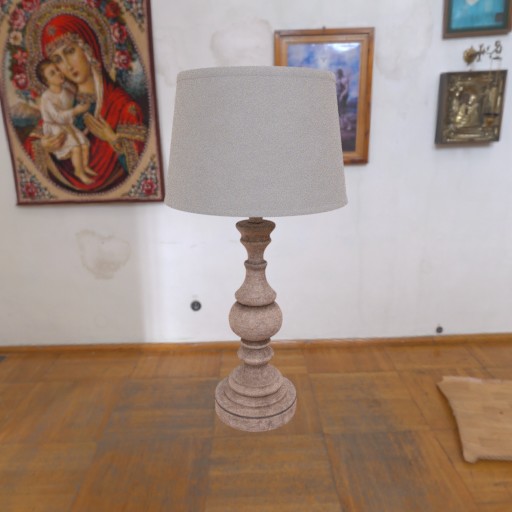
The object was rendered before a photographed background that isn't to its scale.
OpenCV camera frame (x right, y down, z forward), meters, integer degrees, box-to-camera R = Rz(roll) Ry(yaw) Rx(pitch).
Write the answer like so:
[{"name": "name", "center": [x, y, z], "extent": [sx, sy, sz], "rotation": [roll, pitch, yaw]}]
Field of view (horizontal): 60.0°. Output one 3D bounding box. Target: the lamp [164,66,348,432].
[{"name": "lamp", "center": [0.000, 0.000, 0.867], "extent": [0.340, 0.678, 0.340], "rotation": [0, 17, 0]}]
